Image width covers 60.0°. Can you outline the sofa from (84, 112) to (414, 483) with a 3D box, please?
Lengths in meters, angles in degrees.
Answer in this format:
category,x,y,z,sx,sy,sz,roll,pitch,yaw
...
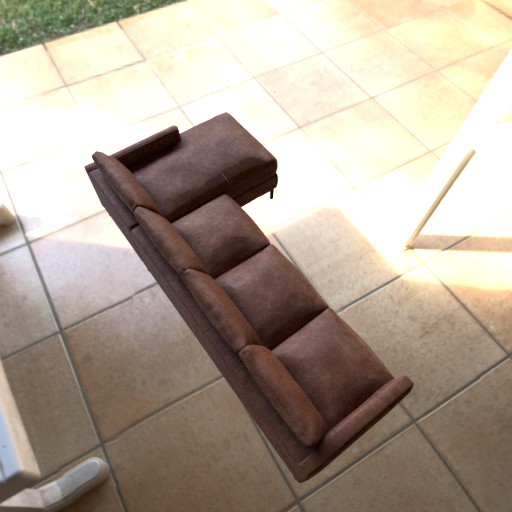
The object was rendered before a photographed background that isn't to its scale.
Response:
category,x,y,z,sx,sy,sz,roll,pitch,yaw
sofa,0.000,0.000,3.560,1.471,0.859,2.993,-32,64,-18
